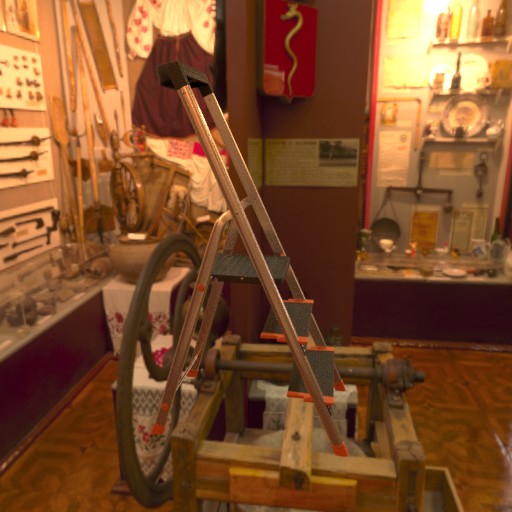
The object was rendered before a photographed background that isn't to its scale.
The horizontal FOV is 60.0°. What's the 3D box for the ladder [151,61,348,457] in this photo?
[{"bbox_3d":[0.000,0.000,1.548,0.686,1.229,0.416,3,16,10],"label":"ladder"}]
